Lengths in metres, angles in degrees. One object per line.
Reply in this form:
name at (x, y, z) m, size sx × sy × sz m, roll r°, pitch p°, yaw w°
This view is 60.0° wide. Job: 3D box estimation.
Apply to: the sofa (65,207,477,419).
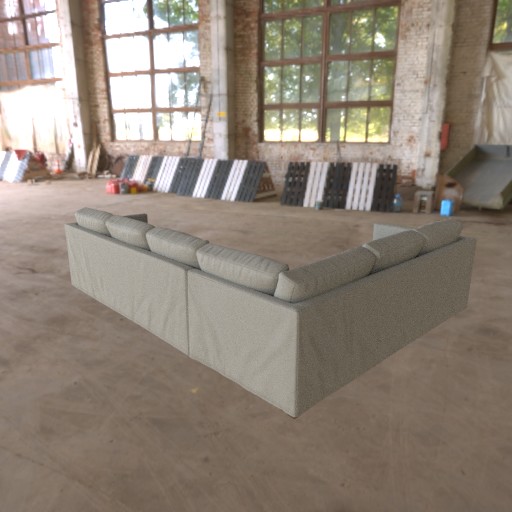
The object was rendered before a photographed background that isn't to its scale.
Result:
sofa at (0.000, 0.000, 4.311) m, size 2.432 × 0.871 × 3.182 m, roll -15°, pitch 21°, yaw -42°
